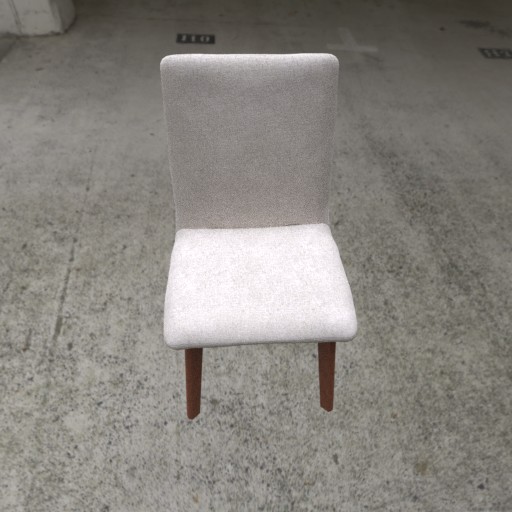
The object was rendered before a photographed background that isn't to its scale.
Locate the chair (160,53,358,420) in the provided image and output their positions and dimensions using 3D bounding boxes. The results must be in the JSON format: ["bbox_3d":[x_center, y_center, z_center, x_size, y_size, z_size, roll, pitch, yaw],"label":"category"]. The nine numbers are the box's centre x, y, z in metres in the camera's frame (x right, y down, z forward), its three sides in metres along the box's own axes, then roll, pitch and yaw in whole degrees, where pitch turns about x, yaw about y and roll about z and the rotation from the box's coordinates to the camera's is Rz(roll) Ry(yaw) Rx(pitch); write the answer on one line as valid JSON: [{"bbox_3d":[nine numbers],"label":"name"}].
[{"bbox_3d":[0.000,0.000,1.308,0.522,0.974,0.563,-2,47,-2],"label":"chair"}]
